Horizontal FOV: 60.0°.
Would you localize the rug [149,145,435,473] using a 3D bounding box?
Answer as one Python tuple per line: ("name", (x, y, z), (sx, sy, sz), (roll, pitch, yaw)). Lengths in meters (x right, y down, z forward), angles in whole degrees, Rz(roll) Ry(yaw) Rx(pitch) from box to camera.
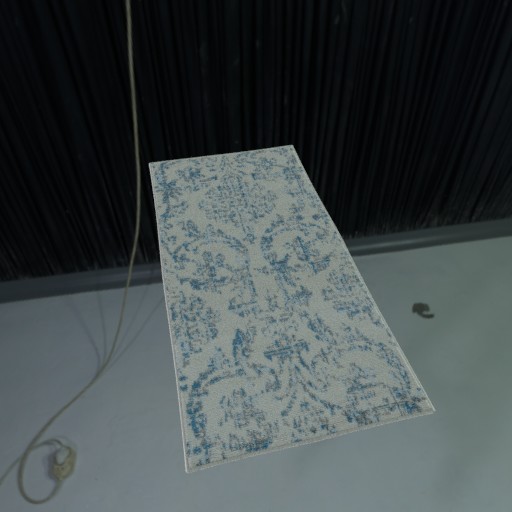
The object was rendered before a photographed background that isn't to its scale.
("rug", (0.000, 0.000, 1.433), (0.605, 0.007, 1.220), (-10, 47, -9))
